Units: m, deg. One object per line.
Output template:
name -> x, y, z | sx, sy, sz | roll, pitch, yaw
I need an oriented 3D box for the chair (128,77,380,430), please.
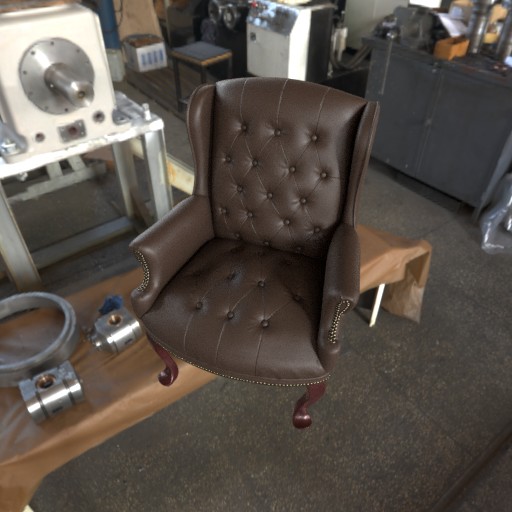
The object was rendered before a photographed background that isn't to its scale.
chair -> 0.000, 0.000, 1.716 | 0.829, 1.132, 0.819 | 13, 42, 15
